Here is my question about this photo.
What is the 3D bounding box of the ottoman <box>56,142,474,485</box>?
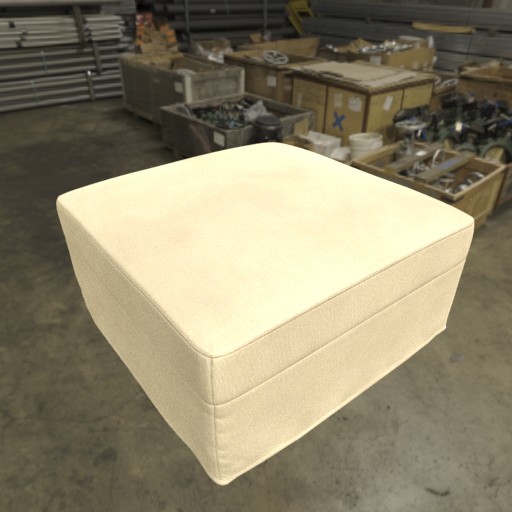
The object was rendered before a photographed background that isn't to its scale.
[{"bbox_3d":[0.000,0.000,1.282,0.843,0.441,0.842,-22,38,-31],"label":"ottoman"}]
